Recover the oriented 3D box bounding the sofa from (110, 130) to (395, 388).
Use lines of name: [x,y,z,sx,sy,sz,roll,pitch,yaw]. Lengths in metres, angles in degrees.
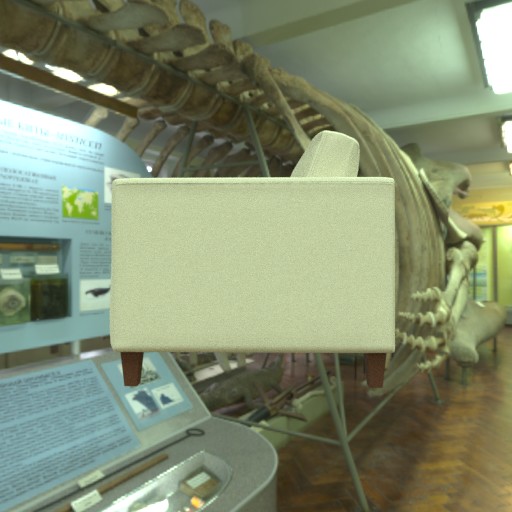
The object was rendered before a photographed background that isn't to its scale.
sofa: [0.000,0.000,2.271,0.964,0.888,1.702,0,0,1]
